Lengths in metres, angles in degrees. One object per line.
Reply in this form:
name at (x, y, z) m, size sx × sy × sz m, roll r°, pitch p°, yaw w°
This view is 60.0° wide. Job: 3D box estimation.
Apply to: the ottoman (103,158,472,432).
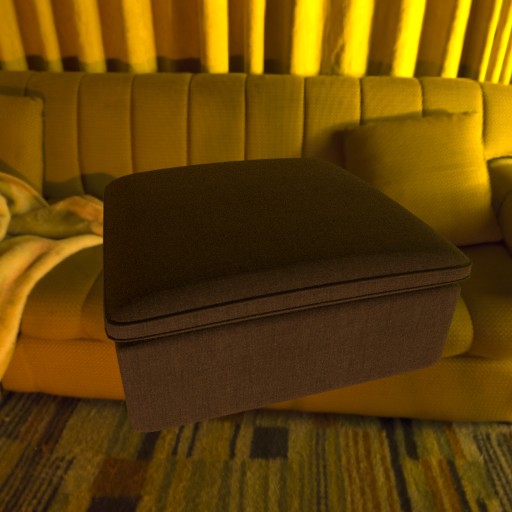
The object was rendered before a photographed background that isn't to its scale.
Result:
ottoman at (0.000, 0.000, 1.683) m, size 1.067 × 0.559 × 1.067 m, roll -8°, pitch 30°, yaw -15°
